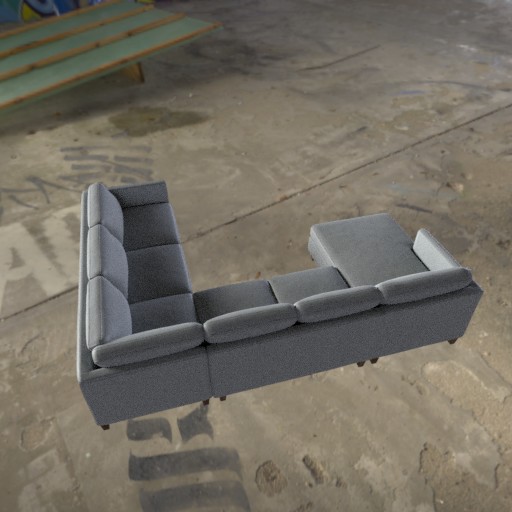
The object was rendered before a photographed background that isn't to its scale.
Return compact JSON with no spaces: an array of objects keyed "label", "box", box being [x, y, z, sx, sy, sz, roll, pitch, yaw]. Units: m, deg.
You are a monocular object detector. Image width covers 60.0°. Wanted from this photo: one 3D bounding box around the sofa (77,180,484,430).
[{"label":"sofa","box":[0.000,0.000,4.391,3.238,0.853,2.551,-10,42,-12]}]
